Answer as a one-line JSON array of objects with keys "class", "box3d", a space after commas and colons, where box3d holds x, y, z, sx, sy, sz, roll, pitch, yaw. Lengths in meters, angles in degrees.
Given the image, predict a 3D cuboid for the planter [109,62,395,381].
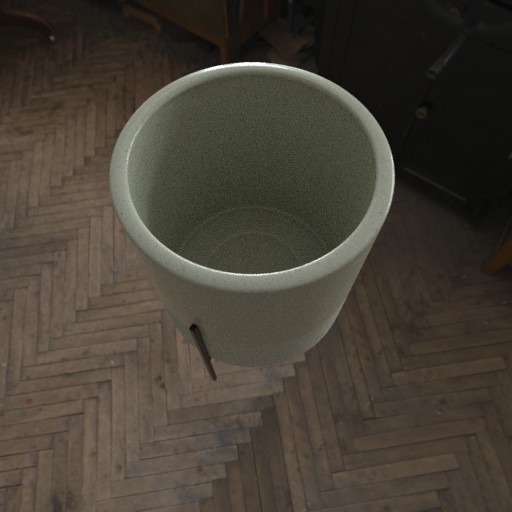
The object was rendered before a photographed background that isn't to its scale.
[{"class": "planter", "box3d": [0.000, 0.000, 0.701, 0.323, 0.475, 0.314, -2, 63, -1]}]
